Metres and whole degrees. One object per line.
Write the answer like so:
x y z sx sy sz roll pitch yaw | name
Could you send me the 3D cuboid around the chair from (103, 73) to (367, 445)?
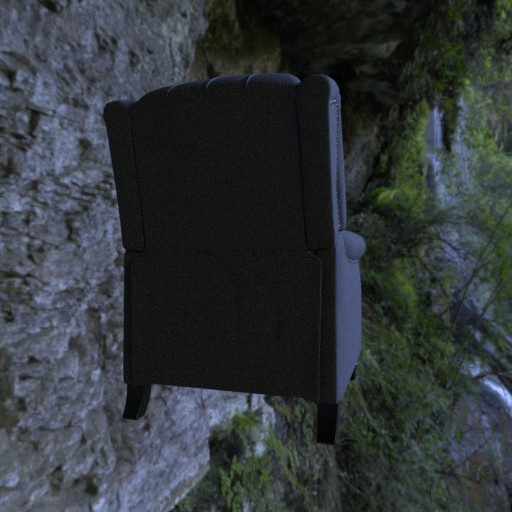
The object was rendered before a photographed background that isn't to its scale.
0.000 0.000 1.617 0.742 1.035 0.898 0 -1 18 | chair
